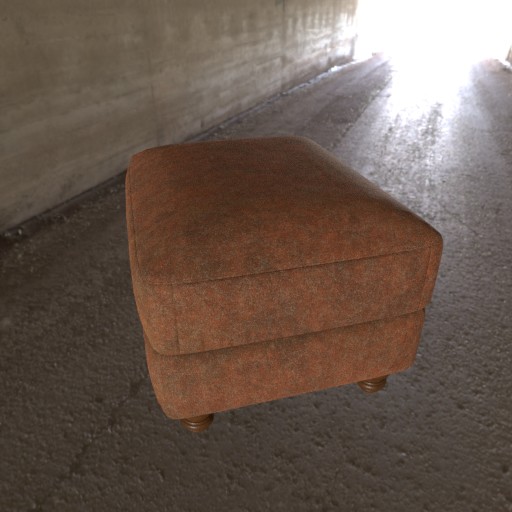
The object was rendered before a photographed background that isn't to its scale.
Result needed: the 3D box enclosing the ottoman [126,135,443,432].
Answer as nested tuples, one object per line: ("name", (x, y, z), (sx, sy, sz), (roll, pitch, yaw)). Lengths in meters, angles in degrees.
("ottoman", (0.000, 0.000, 1.190), (0.635, 0.508, 0.787), (-8, 31, -13))
